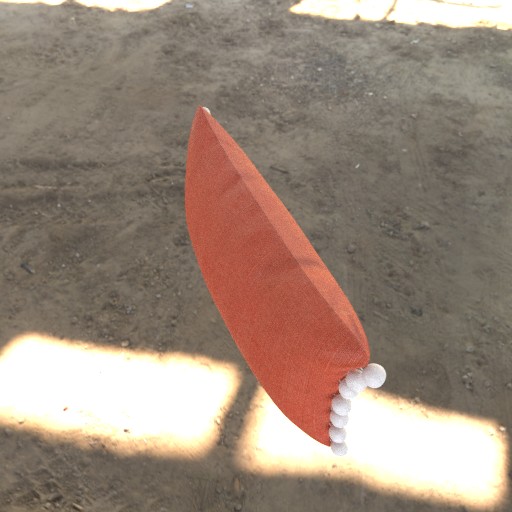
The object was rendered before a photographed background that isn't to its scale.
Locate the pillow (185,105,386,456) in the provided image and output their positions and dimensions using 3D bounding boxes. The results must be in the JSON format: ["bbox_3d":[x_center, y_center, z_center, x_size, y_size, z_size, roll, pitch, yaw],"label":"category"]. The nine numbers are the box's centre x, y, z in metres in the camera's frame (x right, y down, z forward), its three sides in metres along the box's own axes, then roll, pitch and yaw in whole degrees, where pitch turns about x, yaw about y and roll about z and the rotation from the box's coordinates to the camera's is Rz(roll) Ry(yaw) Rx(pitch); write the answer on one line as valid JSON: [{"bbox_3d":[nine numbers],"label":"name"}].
[{"bbox_3d":[0.000,0.000,0.835,0.201,0.322,0.709,-17,49,-15],"label":"pillow"}]
